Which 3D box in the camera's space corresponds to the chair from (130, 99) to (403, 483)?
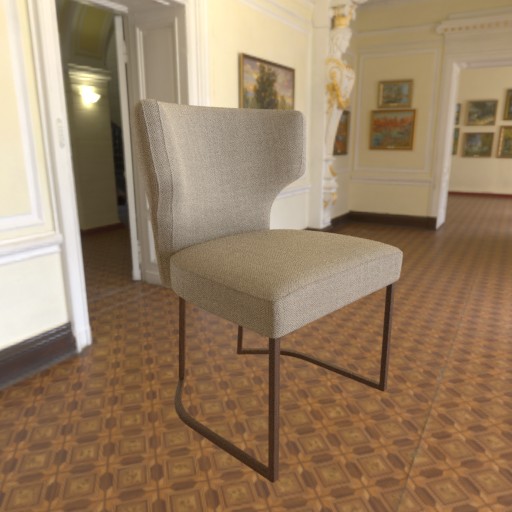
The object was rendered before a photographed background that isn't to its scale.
[{"bbox_3d":[0.000,0.000,1.235,0.617,0.824,0.611,13,19,41],"label":"chair"}]
